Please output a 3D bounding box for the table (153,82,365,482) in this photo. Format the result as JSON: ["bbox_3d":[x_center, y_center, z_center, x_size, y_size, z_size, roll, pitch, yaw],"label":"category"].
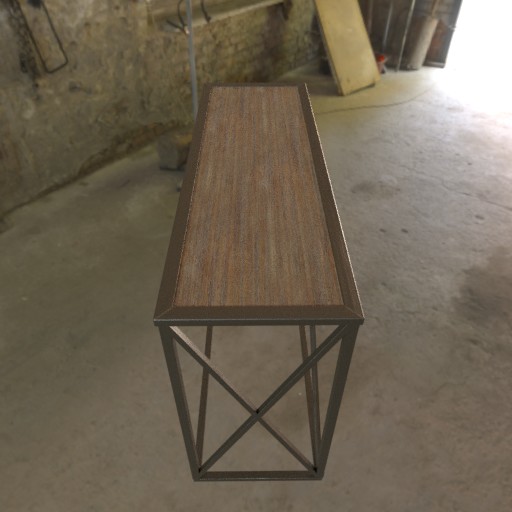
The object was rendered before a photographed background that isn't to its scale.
[{"bbox_3d":[0.000,0.000,1.543,0.402,0.753,1.216,0,41,0],"label":"table"}]
